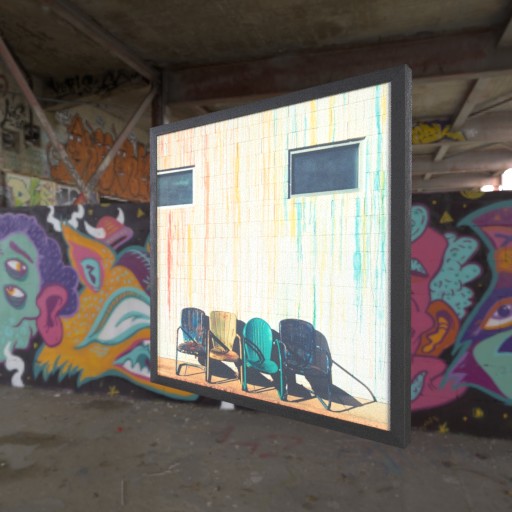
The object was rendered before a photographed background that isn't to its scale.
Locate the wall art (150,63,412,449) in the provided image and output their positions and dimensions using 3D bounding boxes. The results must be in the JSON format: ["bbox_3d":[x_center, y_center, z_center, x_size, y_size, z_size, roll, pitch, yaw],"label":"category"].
[{"bbox_3d":[0.000,0.000,1.118,0.763,0.763,0.039,0,1,36],"label":"wall art"}]
